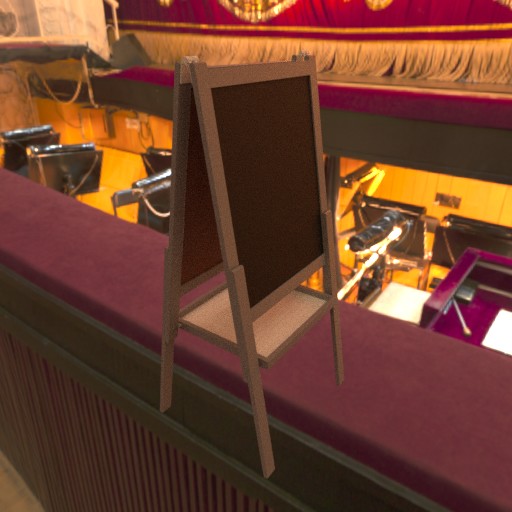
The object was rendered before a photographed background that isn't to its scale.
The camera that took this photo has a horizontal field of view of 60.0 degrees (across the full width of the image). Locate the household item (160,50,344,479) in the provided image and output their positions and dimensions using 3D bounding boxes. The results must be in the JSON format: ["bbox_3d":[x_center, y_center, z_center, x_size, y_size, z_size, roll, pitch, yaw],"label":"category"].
[{"bbox_3d":[0.000,0.000,1.406,0.469,1.172,0.531,18,31,31],"label":"household item"}]
